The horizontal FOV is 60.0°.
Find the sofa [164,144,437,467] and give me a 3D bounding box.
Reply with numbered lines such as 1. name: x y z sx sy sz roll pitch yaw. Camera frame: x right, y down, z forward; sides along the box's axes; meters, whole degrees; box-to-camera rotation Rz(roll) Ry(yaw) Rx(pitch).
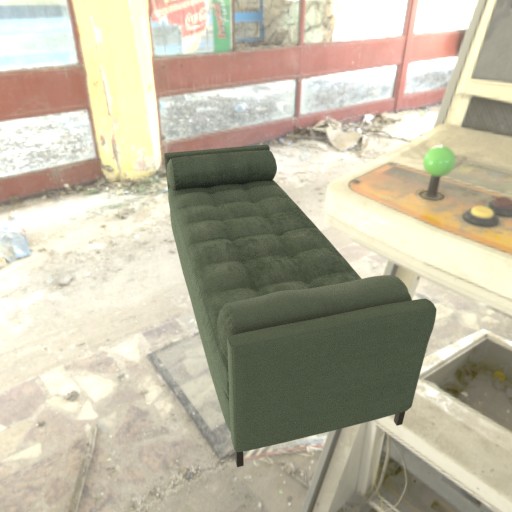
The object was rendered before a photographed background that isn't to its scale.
1. sofa: 0.000 0.000 2.534 0.817 0.681 2.130 -8 32 -14
